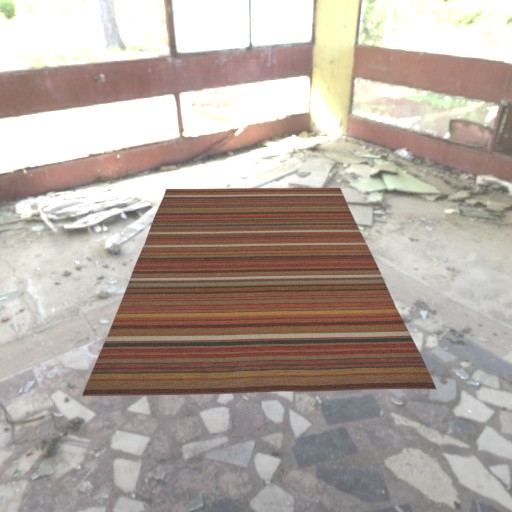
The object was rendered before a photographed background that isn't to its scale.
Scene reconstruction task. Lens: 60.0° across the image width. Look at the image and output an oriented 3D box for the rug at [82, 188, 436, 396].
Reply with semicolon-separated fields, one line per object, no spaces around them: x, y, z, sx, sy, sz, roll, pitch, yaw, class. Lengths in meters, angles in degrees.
0.000;0.000;2.300;1.217;0.007;1.828;-1;31;-1;rug
